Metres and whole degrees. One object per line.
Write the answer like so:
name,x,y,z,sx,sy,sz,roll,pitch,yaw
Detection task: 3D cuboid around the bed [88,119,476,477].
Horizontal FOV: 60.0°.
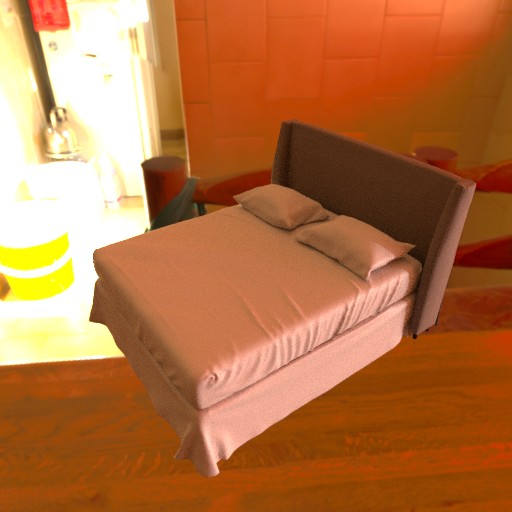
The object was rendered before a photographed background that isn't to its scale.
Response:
bed,0.000,0.000,3.369,2.276,1.332,1.925,-21,38,-30
